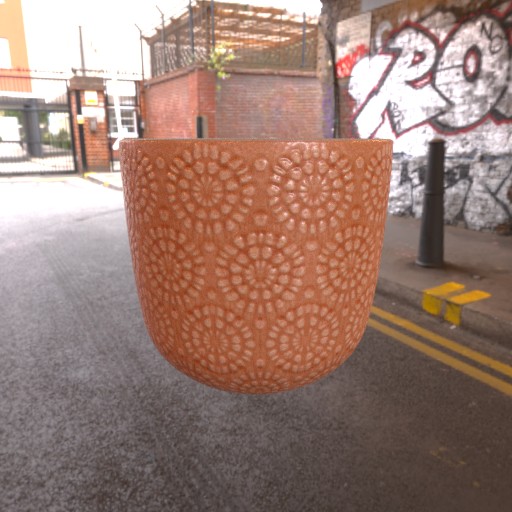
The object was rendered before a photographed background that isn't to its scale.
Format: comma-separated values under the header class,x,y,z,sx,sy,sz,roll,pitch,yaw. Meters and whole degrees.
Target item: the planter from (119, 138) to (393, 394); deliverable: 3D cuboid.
class,x,y,z,sx,sy,sz,roll,pitch,yaw
planter,0.000,0.000,0.372,0.208,0.190,0.208,0,15,0
